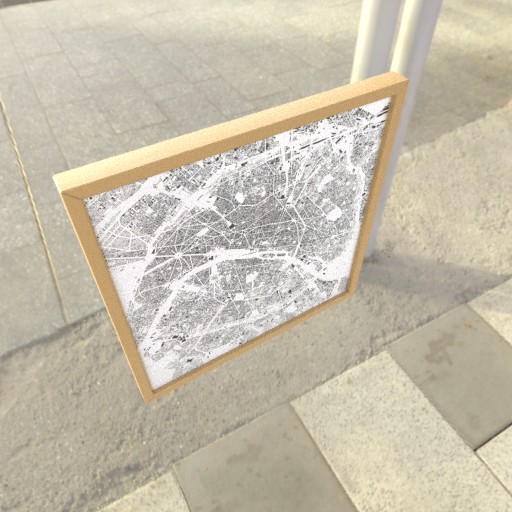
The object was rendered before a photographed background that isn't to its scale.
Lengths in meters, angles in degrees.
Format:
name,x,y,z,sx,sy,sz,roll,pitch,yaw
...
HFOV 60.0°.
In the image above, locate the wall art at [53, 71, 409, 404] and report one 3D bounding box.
name,x,y,z,sx,sy,sz,roll,pitch,yaw
wall art,0.000,0.000,0.758,0.509,0.509,0.036,-24,51,-21
